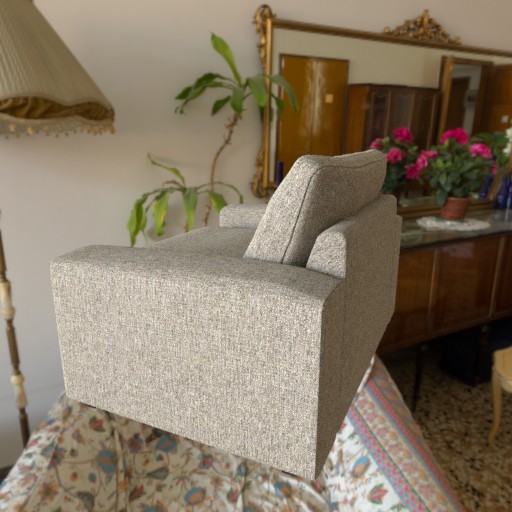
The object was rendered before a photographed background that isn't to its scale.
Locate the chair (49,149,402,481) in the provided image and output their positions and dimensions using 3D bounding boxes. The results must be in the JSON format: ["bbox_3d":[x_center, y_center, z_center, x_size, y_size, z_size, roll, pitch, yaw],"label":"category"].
[{"bbox_3d":[0.000,0.000,1.951,1.039,0.915,1.398,7,17,24],"label":"chair"}]
